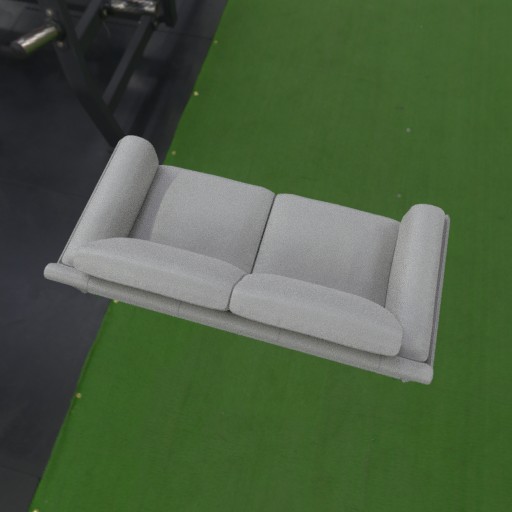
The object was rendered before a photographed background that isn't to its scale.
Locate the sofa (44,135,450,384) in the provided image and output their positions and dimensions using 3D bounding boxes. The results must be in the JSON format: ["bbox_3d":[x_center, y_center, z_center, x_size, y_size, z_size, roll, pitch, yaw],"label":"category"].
[{"bbox_3d":[0.000,0.000,2.624,2.101,0.930,1.049,14,67,6],"label":"sofa"}]
